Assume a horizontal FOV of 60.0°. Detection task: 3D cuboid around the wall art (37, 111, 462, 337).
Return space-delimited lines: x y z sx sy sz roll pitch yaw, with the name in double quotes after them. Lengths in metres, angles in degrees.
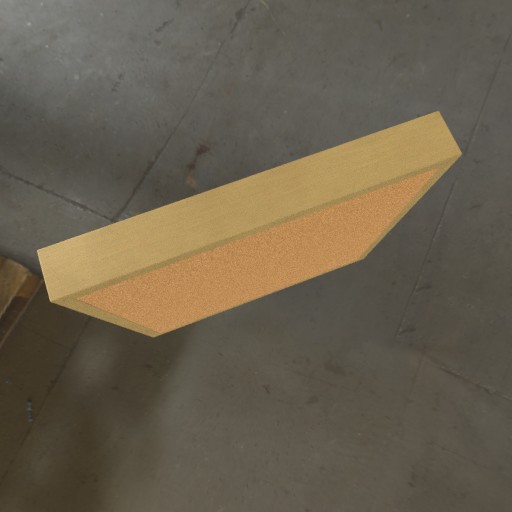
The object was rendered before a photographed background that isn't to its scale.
0.000 0.000 0.458 0.305 0.305 0.038 -20 76 -5 "wall art"
